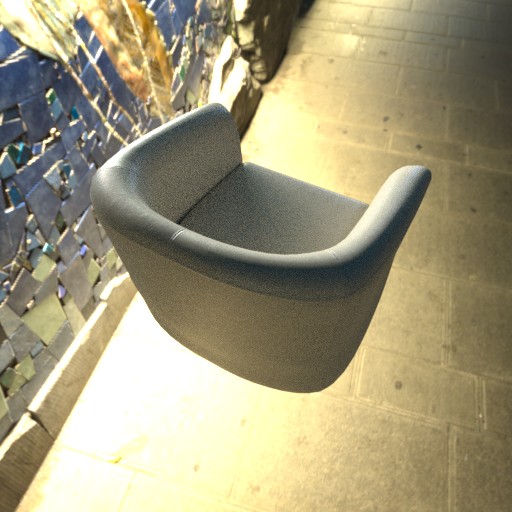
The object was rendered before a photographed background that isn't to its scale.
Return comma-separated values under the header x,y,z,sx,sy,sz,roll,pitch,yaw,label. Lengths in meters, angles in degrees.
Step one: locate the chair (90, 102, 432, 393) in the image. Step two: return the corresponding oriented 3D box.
x,y,z,sx,sy,sz,roll,pitch,yaw,label
0.000,0.000,1.381,0.792,0.756,0.727,24,52,20,chair
